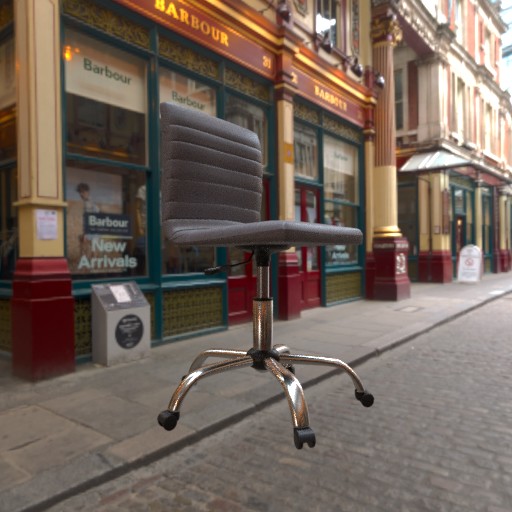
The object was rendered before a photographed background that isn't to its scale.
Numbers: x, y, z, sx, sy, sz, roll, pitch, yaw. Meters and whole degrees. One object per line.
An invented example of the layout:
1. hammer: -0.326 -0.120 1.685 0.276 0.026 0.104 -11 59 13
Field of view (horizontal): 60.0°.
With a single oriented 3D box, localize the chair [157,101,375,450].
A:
1. chair: 0.000 0.000 1.171 0.530 0.780 0.556 0 0 37
